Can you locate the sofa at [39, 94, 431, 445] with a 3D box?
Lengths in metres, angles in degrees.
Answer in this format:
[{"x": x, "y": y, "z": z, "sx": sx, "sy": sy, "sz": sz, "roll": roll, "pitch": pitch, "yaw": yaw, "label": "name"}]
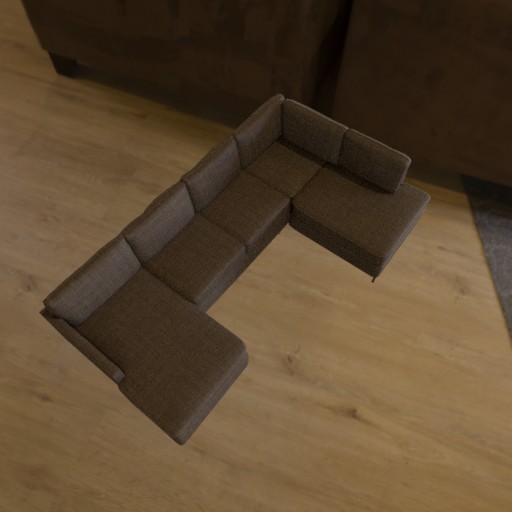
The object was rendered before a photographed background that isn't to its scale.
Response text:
[{"x": 0.000, "y": 0.000, "z": 4.297, "sx": 2.048, "sy": 0.999, "sz": 3.423, "roll": 33, "pitch": 64, "yaw": 19, "label": "sofa"}]
